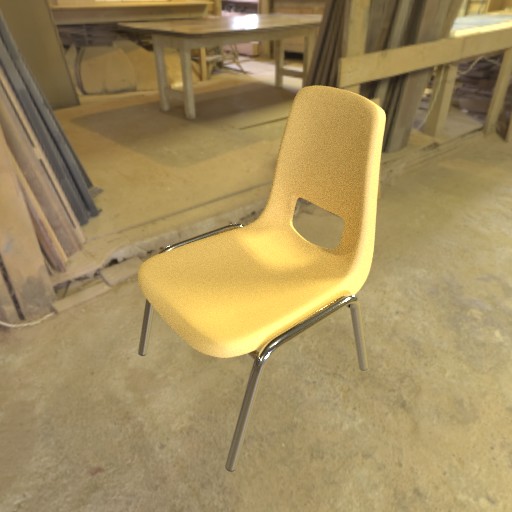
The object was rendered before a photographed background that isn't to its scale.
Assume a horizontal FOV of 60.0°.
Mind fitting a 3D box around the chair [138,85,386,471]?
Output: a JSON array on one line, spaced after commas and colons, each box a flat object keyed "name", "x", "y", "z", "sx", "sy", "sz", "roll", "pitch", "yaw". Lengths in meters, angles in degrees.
[{"name": "chair", "x": 0.000, "y": 0.000, "z": 0.809, "sx": 0.385, "sy": 0.536, "sz": 0.354, "roll": -23, "pitch": 39, "yaw": -31}]
